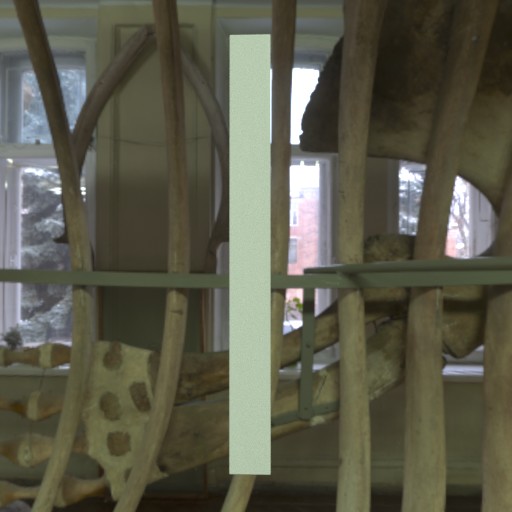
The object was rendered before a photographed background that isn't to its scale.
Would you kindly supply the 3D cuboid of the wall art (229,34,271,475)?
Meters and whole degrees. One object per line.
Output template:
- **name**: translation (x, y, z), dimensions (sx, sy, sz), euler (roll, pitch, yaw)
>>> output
- **wall art**: translation (0.000, 0.000, 0.612), dimensions (0.038, 0.406, 0.406), euler (0, -1, 2)
